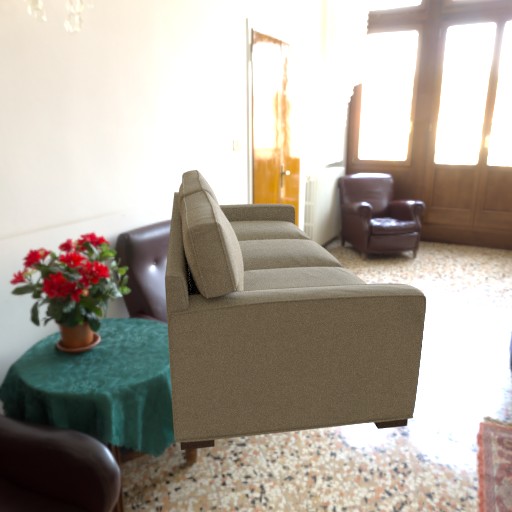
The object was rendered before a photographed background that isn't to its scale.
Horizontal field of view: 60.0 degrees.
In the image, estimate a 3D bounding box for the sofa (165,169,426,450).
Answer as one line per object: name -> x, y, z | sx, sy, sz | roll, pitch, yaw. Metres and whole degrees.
sofa -> 0.000, 0.000, 2.542 | 0.936, 0.862, 2.093 | -3, 16, -9
